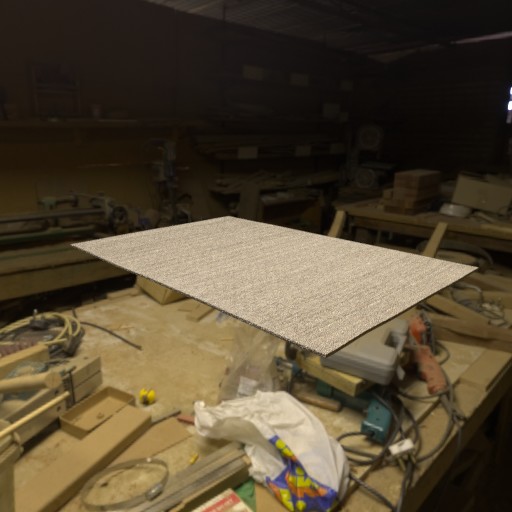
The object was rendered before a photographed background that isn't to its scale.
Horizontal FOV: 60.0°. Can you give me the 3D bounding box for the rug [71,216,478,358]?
[{"bbox_3d":[0.000,0.000,2.951,1.532,0.018,2.297,-15,22,-42],"label":"rug"}]
